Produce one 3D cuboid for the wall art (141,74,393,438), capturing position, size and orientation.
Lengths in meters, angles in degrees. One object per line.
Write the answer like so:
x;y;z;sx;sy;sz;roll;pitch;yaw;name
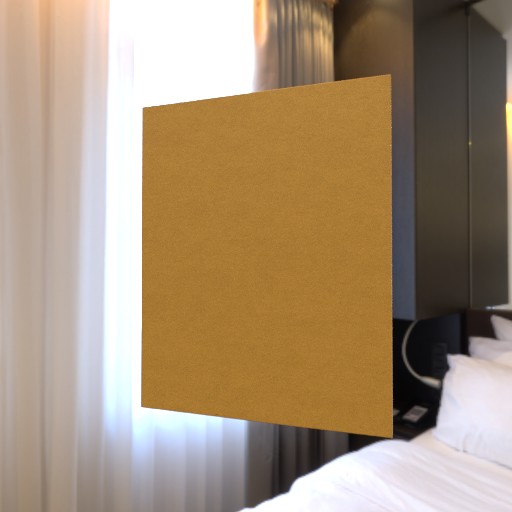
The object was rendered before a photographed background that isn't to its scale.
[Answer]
0.000;0.000;1.363;0.798;1.002;0.030;0;-1;19;wall art
